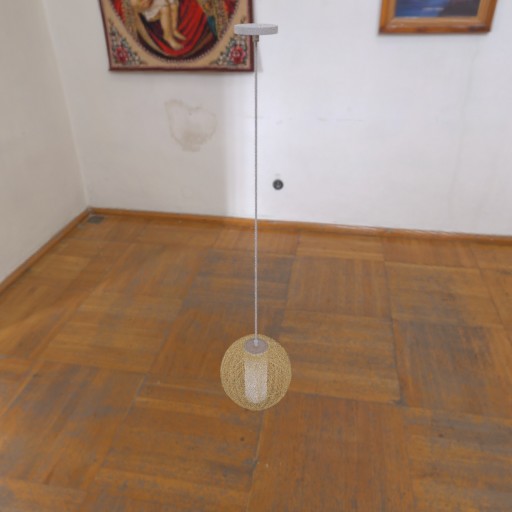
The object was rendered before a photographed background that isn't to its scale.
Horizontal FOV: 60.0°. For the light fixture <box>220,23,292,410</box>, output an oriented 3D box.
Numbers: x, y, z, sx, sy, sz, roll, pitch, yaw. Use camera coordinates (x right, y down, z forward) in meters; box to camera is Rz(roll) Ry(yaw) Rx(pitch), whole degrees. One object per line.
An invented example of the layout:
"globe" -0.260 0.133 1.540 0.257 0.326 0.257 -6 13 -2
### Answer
"light fixture" 0.000 0.000 2.112 0.406 1.955 0.407 -20 37 -29
